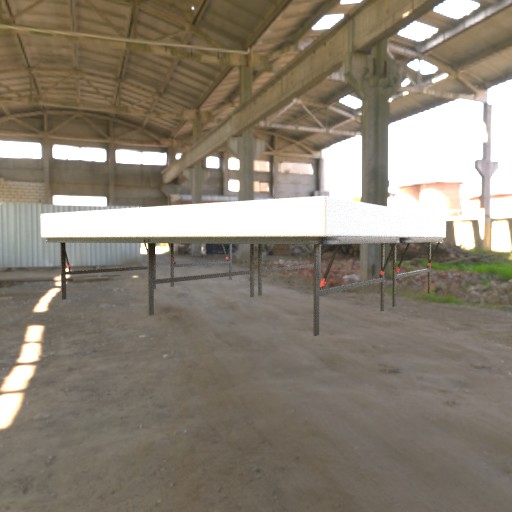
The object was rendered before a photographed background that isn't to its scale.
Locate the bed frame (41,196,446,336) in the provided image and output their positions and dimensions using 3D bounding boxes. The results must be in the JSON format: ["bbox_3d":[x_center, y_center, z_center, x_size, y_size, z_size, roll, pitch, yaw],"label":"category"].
[{"bbox_3d":[0.000,0.000,3.053,2.032,0.559,1.930,2,3,36],"label":"bed frame"}]
